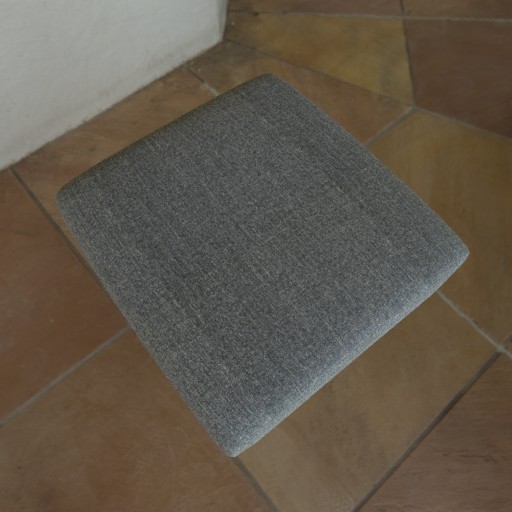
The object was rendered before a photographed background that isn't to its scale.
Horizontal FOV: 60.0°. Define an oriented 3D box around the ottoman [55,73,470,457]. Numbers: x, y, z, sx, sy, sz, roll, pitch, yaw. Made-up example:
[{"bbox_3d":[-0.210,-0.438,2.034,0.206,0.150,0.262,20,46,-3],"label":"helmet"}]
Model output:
[{"bbox_3d":[0.000,0.000,1.063,0.648,0.399,0.655,-35,69,-16],"label":"ottoman"}]
